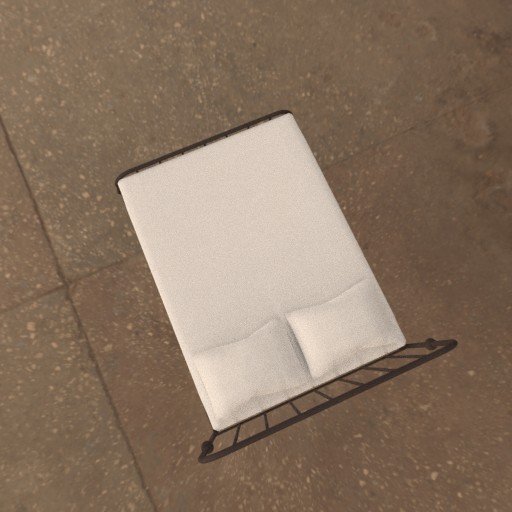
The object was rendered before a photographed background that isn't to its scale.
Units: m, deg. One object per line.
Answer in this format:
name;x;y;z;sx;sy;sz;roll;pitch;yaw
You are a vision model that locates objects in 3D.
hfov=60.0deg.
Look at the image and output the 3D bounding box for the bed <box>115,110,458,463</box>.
bed;0.000;0.000;3.212;1.616;1.446;2.134;-23;78;-5
